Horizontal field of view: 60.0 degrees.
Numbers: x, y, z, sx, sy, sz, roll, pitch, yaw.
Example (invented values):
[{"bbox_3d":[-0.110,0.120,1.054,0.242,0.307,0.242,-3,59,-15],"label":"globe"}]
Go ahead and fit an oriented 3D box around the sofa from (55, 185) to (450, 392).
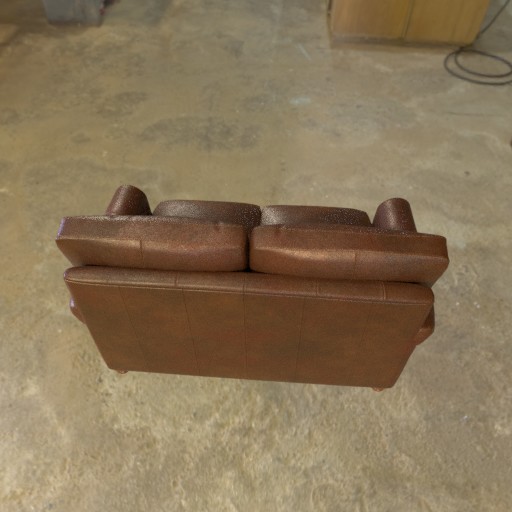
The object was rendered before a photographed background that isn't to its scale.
[{"bbox_3d":[0.000,0.000,2.245,1.616,0.976,0.990,3,47,3],"label":"sofa"}]
